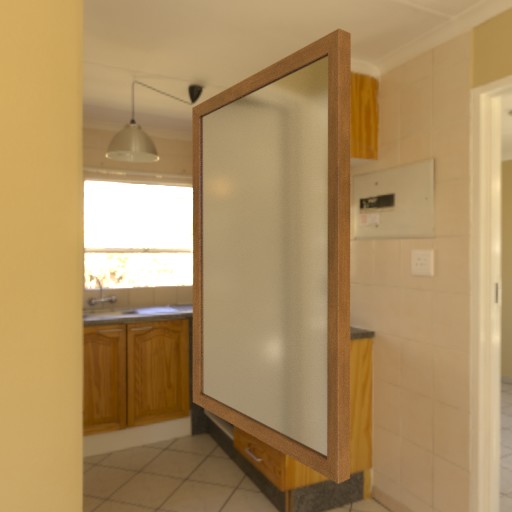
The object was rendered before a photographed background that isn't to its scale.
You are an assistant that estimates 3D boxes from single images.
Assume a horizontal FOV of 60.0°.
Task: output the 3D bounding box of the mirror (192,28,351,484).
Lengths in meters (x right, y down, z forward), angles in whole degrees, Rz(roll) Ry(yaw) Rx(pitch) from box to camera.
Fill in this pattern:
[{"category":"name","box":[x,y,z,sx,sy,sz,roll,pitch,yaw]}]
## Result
[{"category":"mirror","box":[0.000,0.000,1.146,0.040,0.915,0.609,0,1,-37]}]
